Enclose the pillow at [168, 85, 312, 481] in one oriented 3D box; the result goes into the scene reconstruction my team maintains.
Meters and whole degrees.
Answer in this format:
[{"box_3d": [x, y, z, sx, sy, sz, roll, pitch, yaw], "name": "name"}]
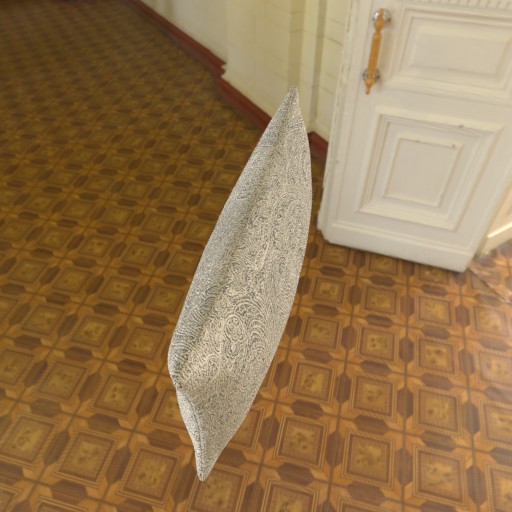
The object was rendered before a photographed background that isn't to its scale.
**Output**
[{"box_3d": [0.000, 0.000, 0.722, 0.151, 0.295, 0.615, 10, 47, 9], "name": "pillow"}]
